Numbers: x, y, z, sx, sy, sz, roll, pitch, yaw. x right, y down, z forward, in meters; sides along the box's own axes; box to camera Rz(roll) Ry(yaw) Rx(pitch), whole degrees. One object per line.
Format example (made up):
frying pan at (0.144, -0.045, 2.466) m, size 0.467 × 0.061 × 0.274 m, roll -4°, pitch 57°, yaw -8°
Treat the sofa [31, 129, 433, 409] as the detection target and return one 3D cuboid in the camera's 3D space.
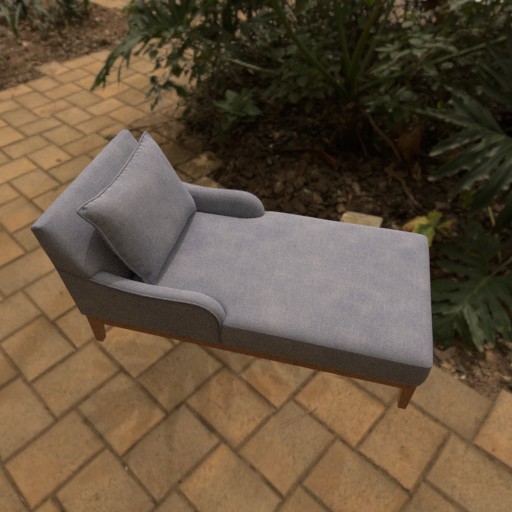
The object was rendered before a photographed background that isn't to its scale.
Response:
sofa at (0.000, 0.000, 2.304) m, size 1.779 × 0.883 × 0.904 m, roll 10°, pitch 45°, yaw 10°
